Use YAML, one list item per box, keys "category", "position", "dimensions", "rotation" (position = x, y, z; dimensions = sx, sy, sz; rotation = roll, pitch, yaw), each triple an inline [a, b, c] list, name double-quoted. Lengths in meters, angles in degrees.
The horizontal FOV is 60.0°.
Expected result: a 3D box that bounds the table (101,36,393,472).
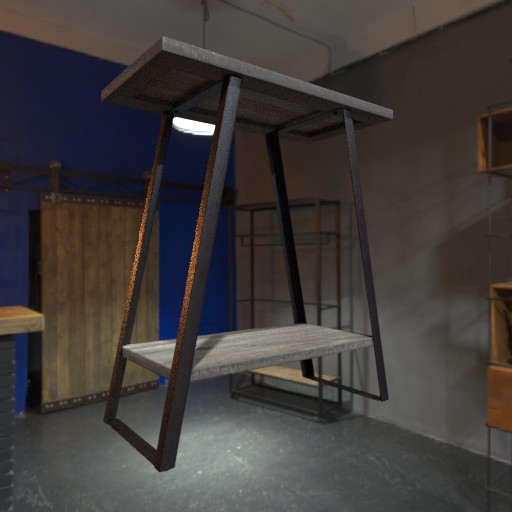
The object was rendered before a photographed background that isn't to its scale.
- category: "table"
  position: [0.000, 0.000, 1.004]
  dimensions: [0.599, 0.701, 0.300]
  rotation: [0, 0, -37]
